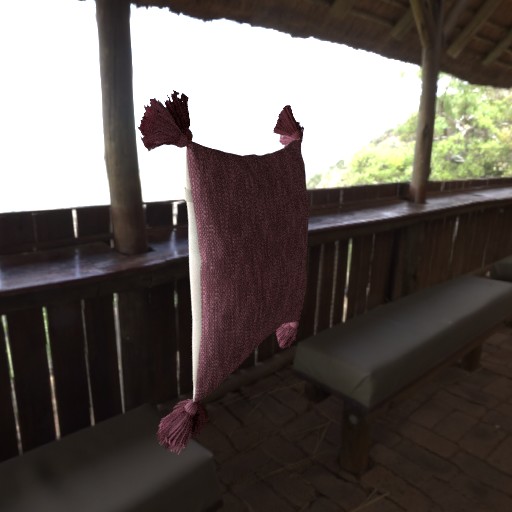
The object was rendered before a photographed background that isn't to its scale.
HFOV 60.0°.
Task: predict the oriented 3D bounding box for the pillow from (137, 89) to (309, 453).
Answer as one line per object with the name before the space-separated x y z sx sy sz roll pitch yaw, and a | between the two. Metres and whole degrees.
pillow | 0.000 0.000 0.965 0.138 0.659 0.641 8 17 27
